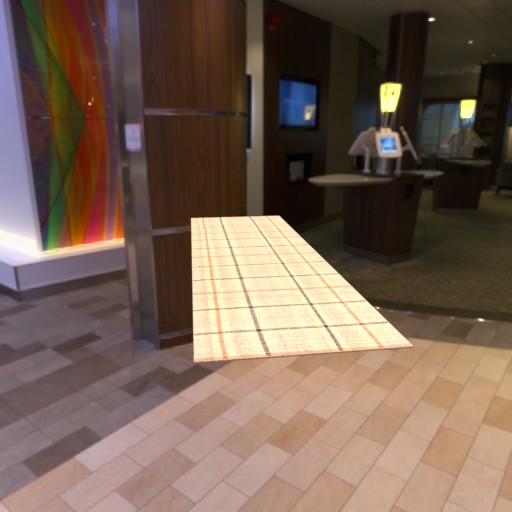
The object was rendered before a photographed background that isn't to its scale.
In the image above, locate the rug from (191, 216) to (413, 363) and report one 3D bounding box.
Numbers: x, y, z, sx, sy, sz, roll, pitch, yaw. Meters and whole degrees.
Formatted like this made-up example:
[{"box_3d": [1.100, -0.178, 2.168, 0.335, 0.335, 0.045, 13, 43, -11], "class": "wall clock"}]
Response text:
[{"box_3d": [0.000, 0.000, 2.660, 0.762, 0.008, 2.439, -2, 16, -8], "class": "rug"}]
